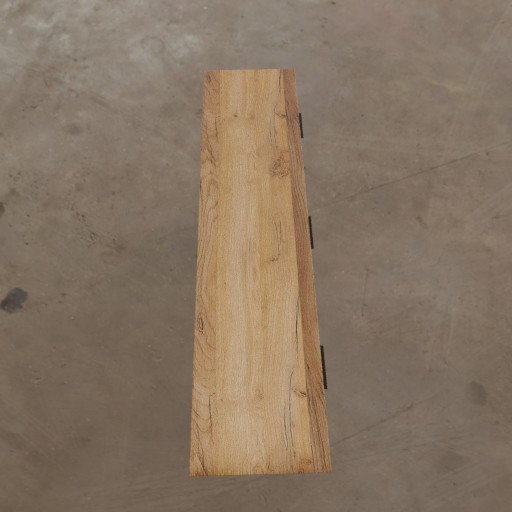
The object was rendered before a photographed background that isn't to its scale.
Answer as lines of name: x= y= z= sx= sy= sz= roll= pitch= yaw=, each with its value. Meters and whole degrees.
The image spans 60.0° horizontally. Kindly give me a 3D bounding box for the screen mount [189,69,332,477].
screen mount: x=0.000 y=0.000 z=1.720 sx=0.395 sy=0.450 sz=1.524 roll=-1 pitch=63 yaw=-1
